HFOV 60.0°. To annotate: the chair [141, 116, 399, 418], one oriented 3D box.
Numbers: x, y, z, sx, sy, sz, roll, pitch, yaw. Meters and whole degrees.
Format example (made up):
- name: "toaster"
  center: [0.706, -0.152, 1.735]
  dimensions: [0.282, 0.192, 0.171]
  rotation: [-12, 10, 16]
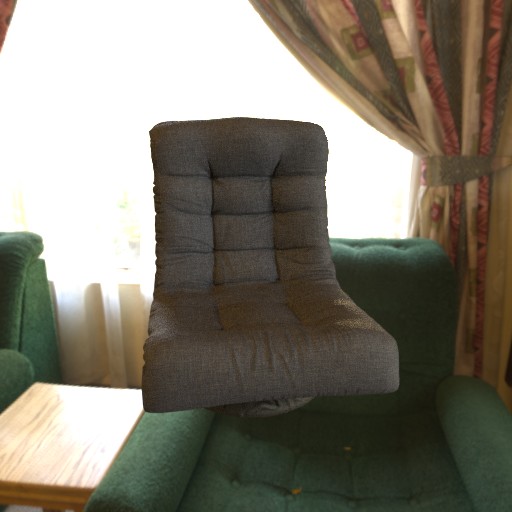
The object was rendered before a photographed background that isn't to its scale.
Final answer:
- name: "chair"
  center: [0.000, 0.000, 1.223]
  dimensions: [0.597, 0.749, 0.668]
  rotation: [-3, 16, -9]
